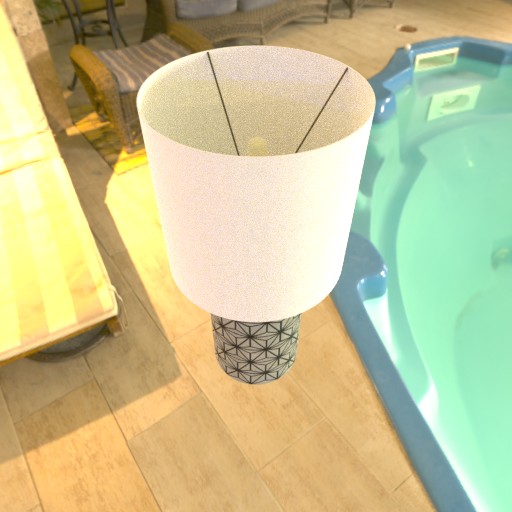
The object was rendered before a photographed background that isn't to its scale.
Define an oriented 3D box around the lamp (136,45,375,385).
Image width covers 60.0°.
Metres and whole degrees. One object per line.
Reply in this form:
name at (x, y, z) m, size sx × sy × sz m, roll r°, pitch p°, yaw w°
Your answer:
lamp at (0.000, 0.000, 0.538) m, size 0.206 × 0.416 × 0.206 m, roll -23°, pitch 50°, yaw -20°
